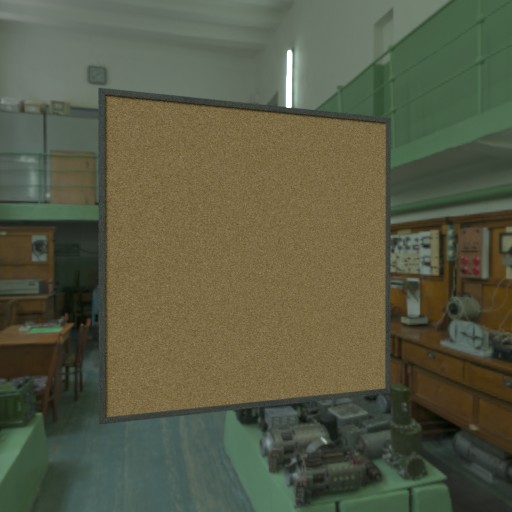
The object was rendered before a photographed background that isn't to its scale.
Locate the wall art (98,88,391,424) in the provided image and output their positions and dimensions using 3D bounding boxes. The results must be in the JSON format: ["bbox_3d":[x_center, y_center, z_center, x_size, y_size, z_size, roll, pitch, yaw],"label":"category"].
[{"bbox_3d":[0.000,0.000,0.760,0.507,0.507,0.037,0,0,-17],"label":"wall art"}]
